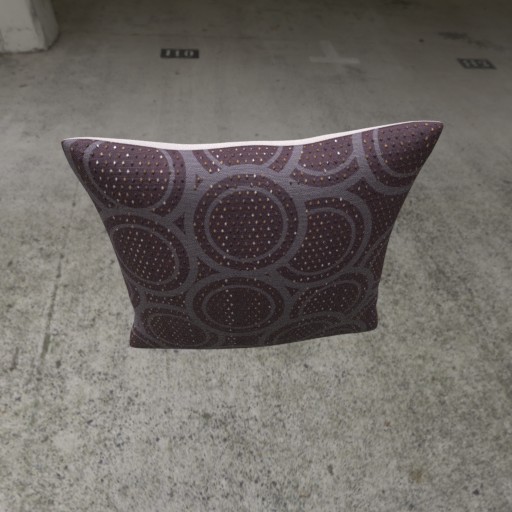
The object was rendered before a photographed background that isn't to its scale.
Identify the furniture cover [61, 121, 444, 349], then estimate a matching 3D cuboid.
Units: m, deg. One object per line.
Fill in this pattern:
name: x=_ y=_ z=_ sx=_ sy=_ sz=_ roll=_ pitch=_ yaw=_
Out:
furniture cover: x=0.000 y=0.000 z=0.810 sx=0.552 sy=0.509 sz=0.193 roll=-4 pitch=45 yaw=-4
